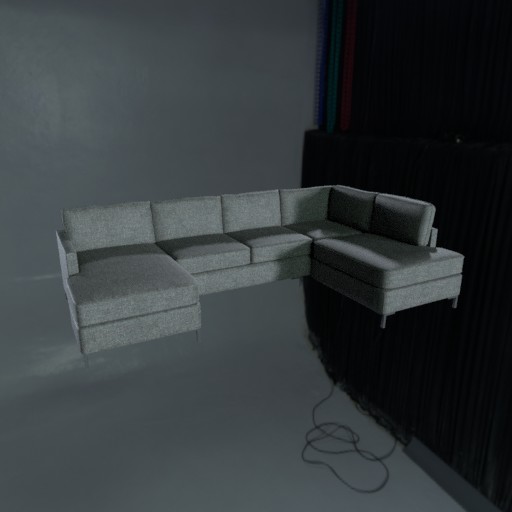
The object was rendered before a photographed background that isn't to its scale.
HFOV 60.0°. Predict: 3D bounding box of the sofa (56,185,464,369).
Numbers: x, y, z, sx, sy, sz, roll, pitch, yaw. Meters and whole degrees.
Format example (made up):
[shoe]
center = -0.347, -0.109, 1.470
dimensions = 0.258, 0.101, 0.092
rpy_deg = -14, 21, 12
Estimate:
[sofa]
center = 0.000, 0.000, 4.286
dimensions = 3.423, 0.999, 2.048
rpy_deg = -9, 20, -27
